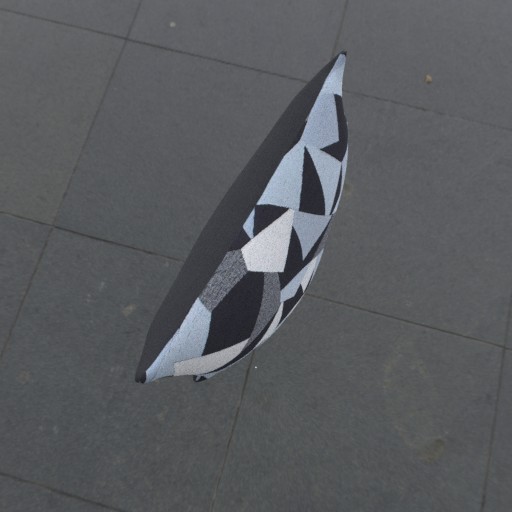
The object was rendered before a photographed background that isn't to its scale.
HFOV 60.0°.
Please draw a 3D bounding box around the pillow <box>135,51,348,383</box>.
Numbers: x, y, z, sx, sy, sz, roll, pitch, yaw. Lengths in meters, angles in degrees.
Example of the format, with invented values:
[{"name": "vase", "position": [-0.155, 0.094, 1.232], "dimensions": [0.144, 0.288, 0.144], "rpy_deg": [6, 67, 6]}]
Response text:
[{"name": "pillow", "position": [0.000, 0.000, 0.762], "dimensions": [0.208, 0.496, 0.503], "rpy_deg": [29, 78, 7]}]
